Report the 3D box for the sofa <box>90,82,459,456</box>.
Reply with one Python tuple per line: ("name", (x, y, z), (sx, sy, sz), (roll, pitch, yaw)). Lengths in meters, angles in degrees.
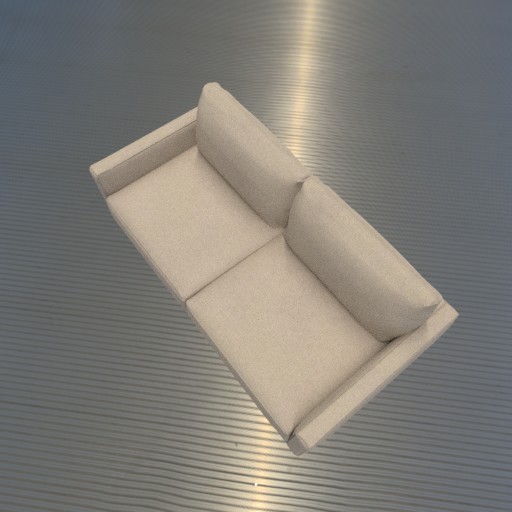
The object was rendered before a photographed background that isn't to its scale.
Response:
("sofa", (0.000, 0.000, 2.197), (0.875, 0.840, 1.682), (-35, 68, -17))
